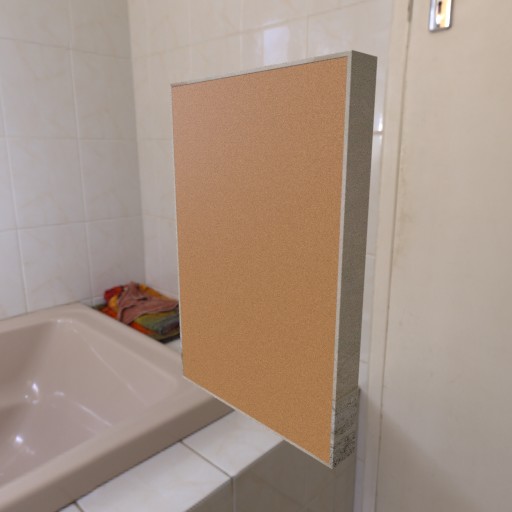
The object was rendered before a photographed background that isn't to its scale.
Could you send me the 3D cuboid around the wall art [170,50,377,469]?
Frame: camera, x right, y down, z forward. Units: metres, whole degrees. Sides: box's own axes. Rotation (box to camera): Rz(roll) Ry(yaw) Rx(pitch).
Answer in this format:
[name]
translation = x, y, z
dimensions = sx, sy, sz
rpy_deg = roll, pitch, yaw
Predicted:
[wall art]
translation = 0.000, 0.000, 0.492
dimensions = 0.038, 0.381, 0.254
rpy_deg = -13, 18, -43
